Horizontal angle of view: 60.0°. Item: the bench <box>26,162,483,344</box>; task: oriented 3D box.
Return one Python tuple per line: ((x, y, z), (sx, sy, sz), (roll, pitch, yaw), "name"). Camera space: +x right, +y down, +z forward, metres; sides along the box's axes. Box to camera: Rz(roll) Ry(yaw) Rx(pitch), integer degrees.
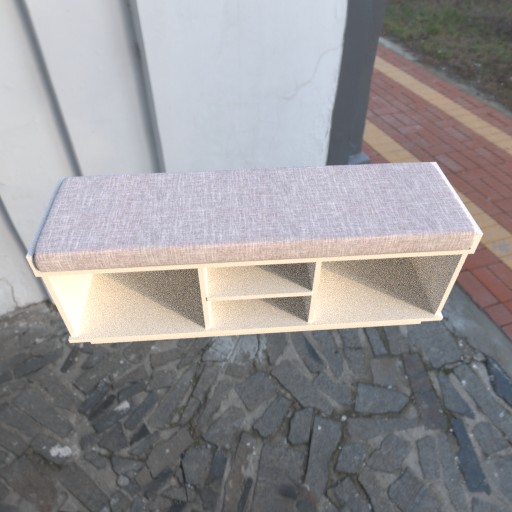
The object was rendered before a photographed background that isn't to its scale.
((0.000, 0.000, 1.420), (1.196, 0.453, 0.363), (-3, 45, -3), "bench")
